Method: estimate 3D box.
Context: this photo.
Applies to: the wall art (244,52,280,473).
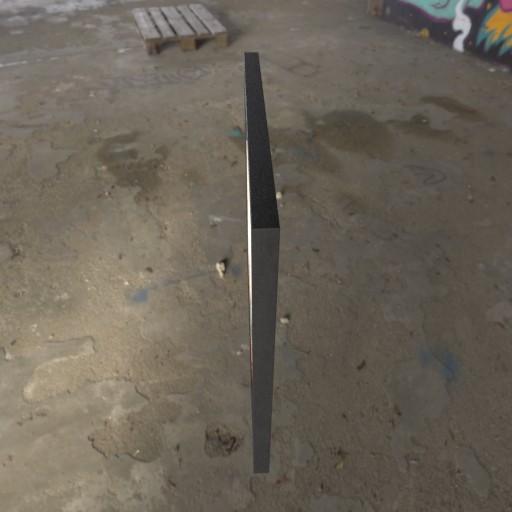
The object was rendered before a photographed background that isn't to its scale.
[{"bbox_3d":[0.000,0.000,1.133,0.039,0.763,0.763,-1,41,-1],"label":"wall art"}]
